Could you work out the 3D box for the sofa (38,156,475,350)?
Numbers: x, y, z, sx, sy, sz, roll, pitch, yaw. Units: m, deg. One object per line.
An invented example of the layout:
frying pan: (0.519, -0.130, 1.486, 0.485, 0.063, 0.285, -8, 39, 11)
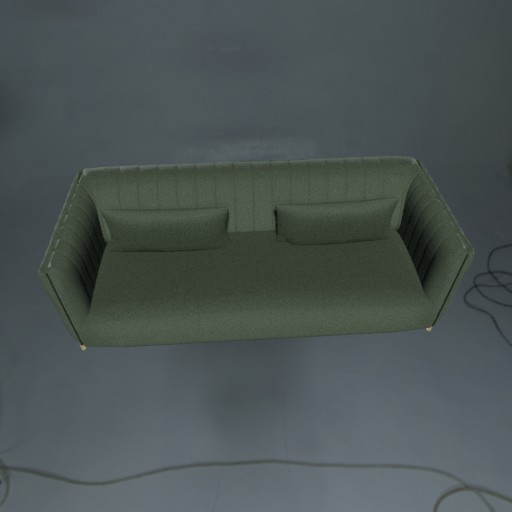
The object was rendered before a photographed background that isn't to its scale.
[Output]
sofa: (0.000, 0.000, 2.619, 2.137, 0.793, 0.896, -3, 46, -3)
